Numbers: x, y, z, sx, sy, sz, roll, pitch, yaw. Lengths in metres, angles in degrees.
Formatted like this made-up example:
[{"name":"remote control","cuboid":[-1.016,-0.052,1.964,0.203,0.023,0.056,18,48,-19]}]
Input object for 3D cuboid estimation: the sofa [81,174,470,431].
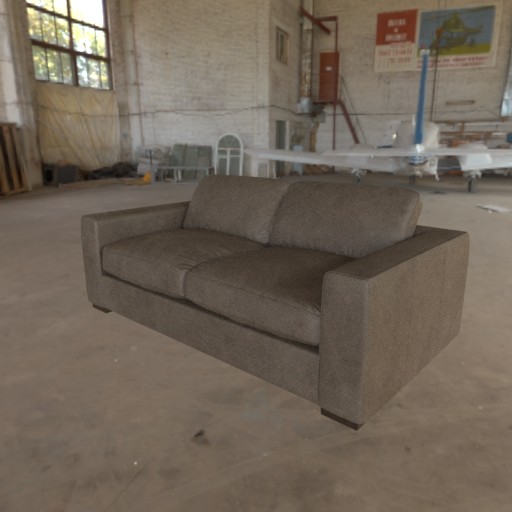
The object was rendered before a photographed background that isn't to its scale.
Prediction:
[{"name":"sofa","cuboid":[0.000,0.000,2.452,1.920,0.800,1.070,13,19,40]}]
